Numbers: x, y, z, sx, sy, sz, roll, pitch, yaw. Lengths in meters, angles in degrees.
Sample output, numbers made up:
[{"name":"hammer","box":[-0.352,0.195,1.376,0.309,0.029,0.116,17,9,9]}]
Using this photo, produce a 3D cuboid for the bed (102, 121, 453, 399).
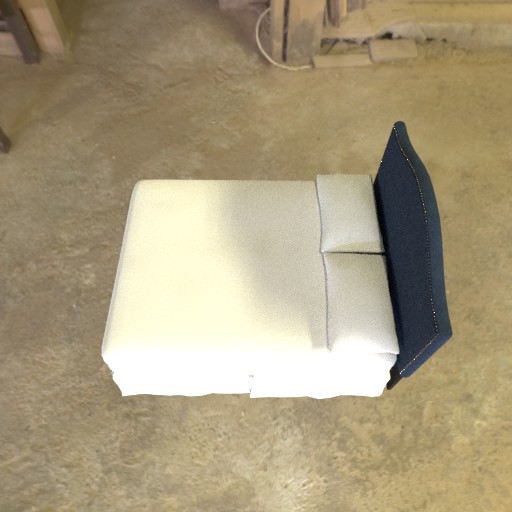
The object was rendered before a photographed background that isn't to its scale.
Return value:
[{"name":"bed","box":[0.000,0.000,3.273,2.153,1.518,1.713,1,59,0]}]
